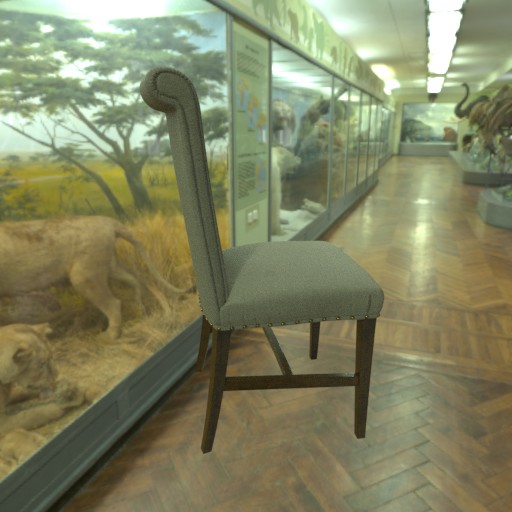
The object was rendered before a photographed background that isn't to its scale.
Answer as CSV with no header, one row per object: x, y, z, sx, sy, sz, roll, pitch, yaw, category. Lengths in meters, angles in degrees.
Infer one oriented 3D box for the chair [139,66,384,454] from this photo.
0.000,0.000,1.327,0.608,0.988,0.513,-3,16,-10,chair
